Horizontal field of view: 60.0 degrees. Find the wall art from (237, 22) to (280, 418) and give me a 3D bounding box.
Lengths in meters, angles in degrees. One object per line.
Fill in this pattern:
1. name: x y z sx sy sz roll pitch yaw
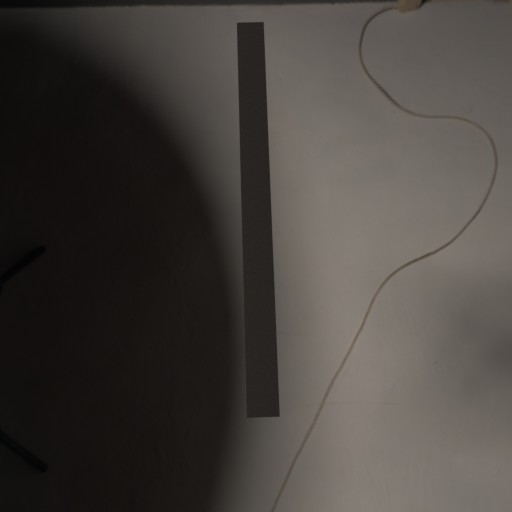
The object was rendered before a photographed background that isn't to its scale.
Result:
1. wall art: 0.000 0.000 0.549 0.024 0.404 0.329 -2 77 0
